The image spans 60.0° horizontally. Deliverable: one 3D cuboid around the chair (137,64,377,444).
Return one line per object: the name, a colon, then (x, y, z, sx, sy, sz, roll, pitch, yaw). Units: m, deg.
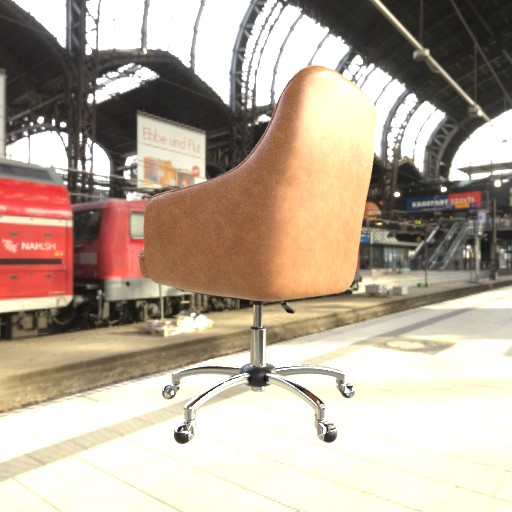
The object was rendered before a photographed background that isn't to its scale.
chair: (0.000, 0.000, 1.306, 0.615, 0.909, 0.628, 0, 0, 37)
